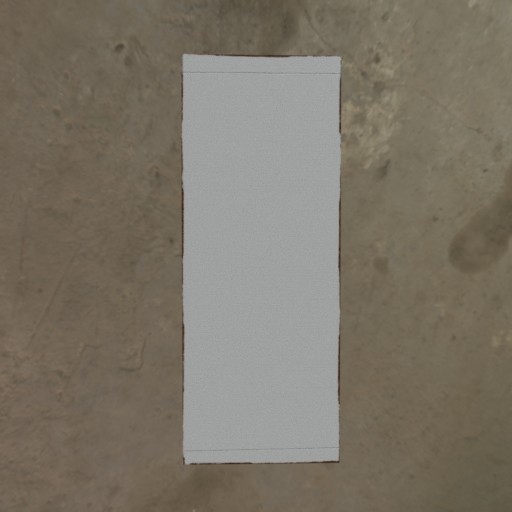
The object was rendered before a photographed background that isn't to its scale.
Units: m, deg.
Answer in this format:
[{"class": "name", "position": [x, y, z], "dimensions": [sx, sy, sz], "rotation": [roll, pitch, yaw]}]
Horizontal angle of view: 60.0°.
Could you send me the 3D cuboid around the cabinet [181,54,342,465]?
[{"class": "cabinet", "position": [0.000, 0.000, 0.886], "dimensions": [0.210, 0.603, 0.541], "rotation": [0, 91, -1]}]
